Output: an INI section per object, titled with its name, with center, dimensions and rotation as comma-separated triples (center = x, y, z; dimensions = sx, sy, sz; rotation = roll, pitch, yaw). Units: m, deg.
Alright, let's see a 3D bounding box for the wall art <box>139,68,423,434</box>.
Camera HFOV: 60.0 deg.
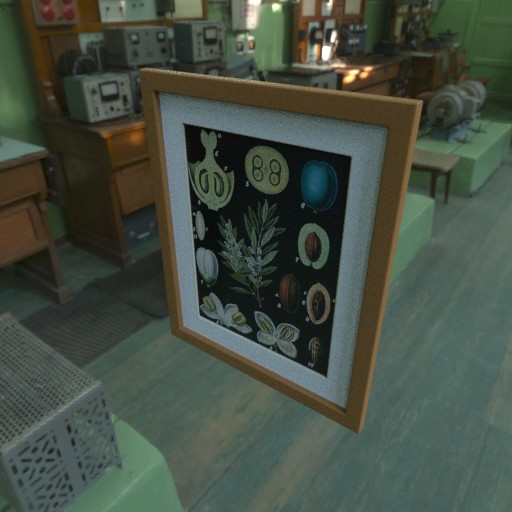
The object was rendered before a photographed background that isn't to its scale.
[wall art]
center = 0.000, 0.000, 0.743
dimensions = 0.449, 0.550, 0.021
rotation = 20, 36, 30
